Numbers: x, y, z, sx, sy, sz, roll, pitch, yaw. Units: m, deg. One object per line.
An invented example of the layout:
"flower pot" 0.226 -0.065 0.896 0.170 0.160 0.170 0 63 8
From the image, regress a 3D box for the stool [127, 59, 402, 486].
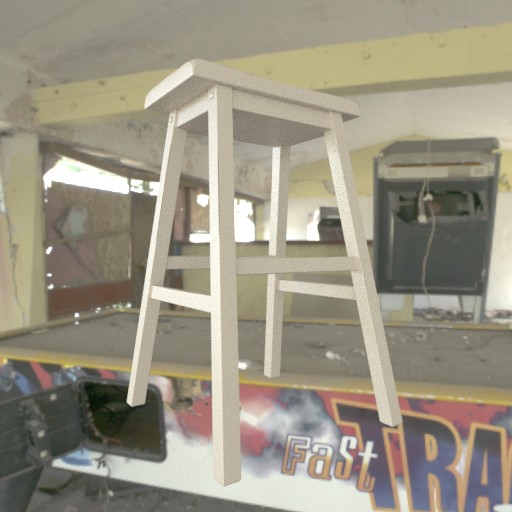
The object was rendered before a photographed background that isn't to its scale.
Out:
"stool" 0.000 0.000 1.036 0.457 0.737 0.476 -1 1 -35
